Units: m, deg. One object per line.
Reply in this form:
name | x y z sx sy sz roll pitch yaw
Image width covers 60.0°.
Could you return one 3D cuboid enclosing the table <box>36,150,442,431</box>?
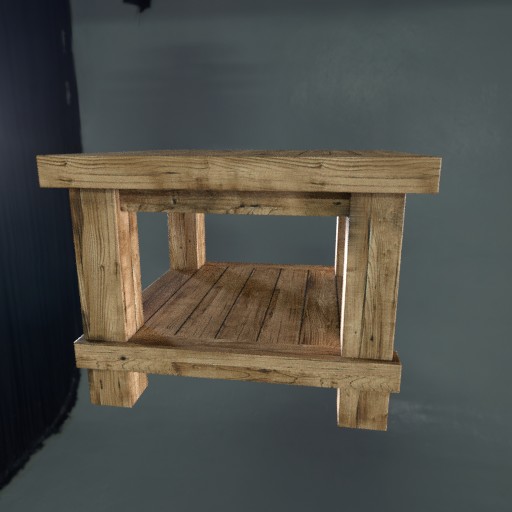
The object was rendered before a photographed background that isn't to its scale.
table | 0.000 0.000 1.002 0.610 0.457 0.610 2 14 8
